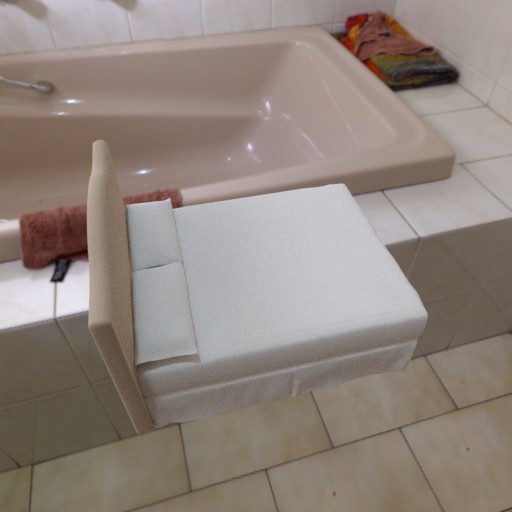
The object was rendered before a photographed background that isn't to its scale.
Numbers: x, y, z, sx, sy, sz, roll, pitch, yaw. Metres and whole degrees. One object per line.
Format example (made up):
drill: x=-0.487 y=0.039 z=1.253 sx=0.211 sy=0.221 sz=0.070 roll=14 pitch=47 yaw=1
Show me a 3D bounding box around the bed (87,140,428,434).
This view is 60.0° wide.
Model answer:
bed: x=0.000 y=0.000 z=3.234 sx=2.052 sy=1.398 sz=1.678 roll=-10 pitch=46 yaw=-10
